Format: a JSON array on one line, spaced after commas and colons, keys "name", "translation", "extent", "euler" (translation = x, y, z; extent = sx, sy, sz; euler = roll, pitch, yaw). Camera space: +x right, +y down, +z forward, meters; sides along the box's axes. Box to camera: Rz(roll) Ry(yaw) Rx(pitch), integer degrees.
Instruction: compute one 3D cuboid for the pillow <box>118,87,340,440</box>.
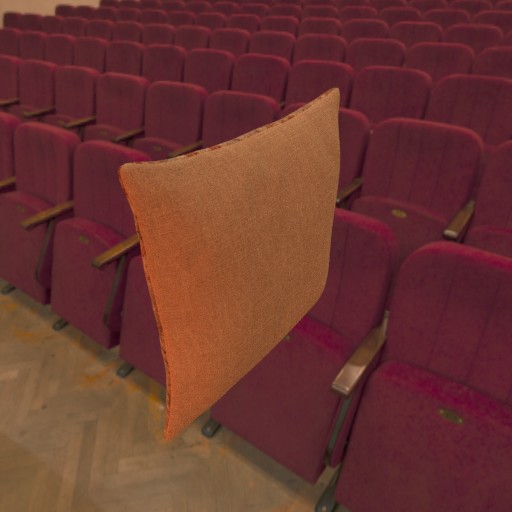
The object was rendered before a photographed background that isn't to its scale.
[{"name": "pillow", "translation": [0.000, 0.000, 0.807], "extent": [0.166, 0.506, 0.523], "euler": [22, 39, 30]}]
